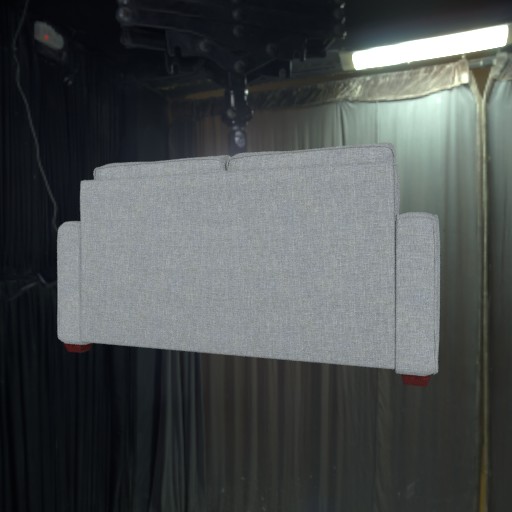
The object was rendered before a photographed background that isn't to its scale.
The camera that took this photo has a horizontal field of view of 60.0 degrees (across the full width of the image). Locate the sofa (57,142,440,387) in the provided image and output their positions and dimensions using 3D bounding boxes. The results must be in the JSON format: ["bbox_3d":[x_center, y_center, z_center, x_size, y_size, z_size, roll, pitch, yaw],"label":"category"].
[{"bbox_3d":[0.000,0.000,2.249,1.706,0.915,0.945,0,1,20],"label":"sofa"}]
